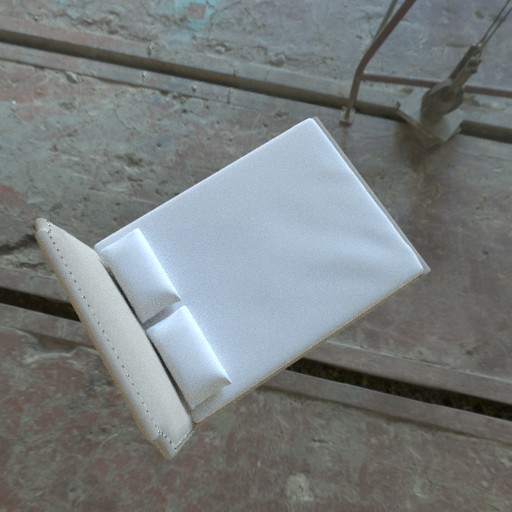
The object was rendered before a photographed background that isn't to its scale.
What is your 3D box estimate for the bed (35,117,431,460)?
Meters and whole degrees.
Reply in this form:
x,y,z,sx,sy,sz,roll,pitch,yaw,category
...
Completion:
x,y,z,sx,sy,sz,roll,pitch,yaw,category
0.000,0.000,3.407,2.372,1.443,1.713,-32,79,-7,bed
